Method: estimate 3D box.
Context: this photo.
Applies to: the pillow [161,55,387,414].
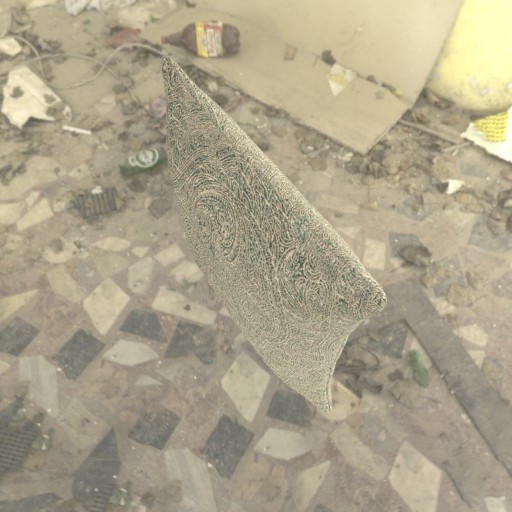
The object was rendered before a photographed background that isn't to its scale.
[{"bbox_3d":[0.000,0.000,0.800,0.166,0.507,0.526,-29,62,-17],"label":"pillow"}]
